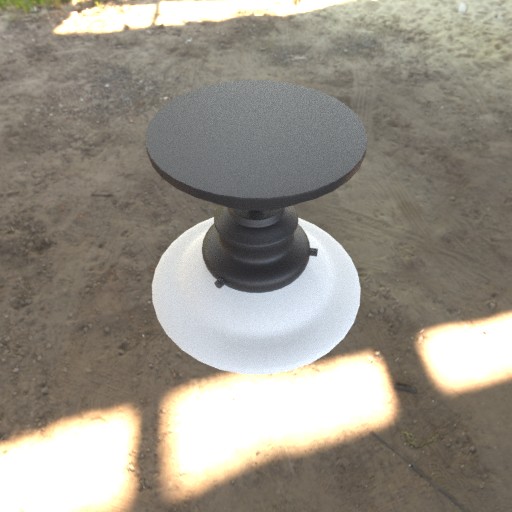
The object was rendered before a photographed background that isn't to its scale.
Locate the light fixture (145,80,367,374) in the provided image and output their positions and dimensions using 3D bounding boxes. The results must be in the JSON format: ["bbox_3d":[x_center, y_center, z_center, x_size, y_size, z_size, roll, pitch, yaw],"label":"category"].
[{"bbox_3d":[0.000,0.000,0.398,0.197,0.254,0.197,0,46,0],"label":"light fixture"}]
